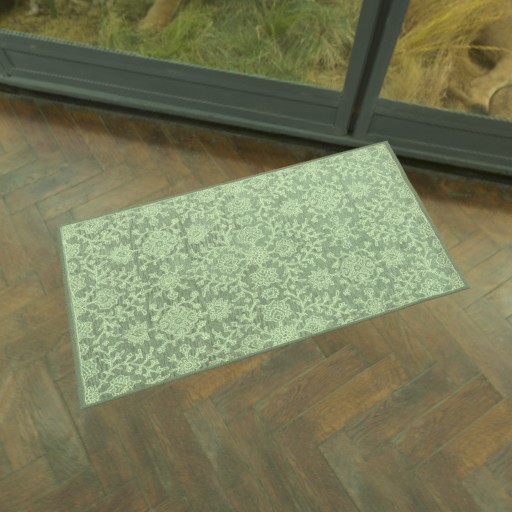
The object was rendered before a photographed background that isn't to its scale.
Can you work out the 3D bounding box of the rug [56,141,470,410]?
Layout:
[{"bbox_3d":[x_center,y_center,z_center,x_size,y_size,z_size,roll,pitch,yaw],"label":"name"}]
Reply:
[{"bbox_3d":[0.000,0.000,3.605,3.048,0.011,1.546,-16,65,-8],"label":"rug"}]
